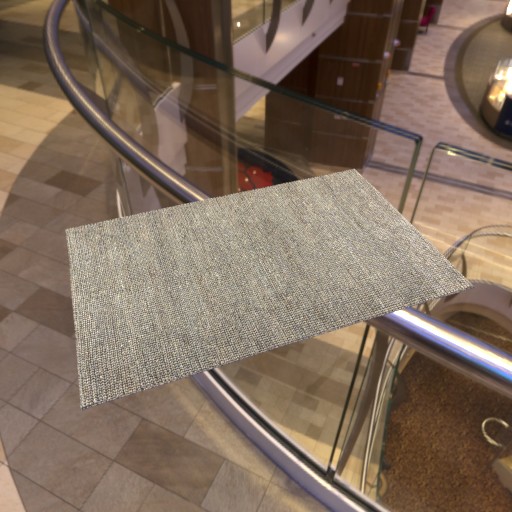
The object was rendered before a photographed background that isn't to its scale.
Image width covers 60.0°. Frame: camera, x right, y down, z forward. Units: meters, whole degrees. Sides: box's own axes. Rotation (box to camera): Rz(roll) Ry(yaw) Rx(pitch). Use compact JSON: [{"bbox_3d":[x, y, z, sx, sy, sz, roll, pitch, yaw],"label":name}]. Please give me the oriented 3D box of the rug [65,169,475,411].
[{"bbox_3d":[0.000,0.000,3.064,2.443,0.021,1.538,-14,44,-15],"label":"rug"}]
